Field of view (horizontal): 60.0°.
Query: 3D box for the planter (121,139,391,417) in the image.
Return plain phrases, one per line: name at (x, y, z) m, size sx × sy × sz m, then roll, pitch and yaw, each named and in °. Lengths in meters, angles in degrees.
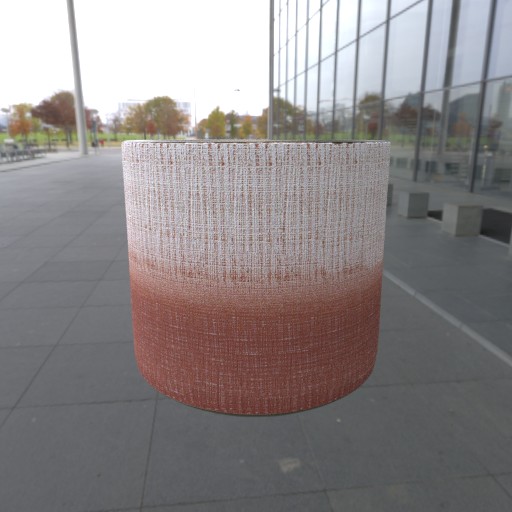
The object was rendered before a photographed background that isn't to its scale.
planter at (0.000, 0.000, 0.397) m, size 0.221 × 0.201 × 0.221 m, roll 0°, pitch 15°, yaw 0°
